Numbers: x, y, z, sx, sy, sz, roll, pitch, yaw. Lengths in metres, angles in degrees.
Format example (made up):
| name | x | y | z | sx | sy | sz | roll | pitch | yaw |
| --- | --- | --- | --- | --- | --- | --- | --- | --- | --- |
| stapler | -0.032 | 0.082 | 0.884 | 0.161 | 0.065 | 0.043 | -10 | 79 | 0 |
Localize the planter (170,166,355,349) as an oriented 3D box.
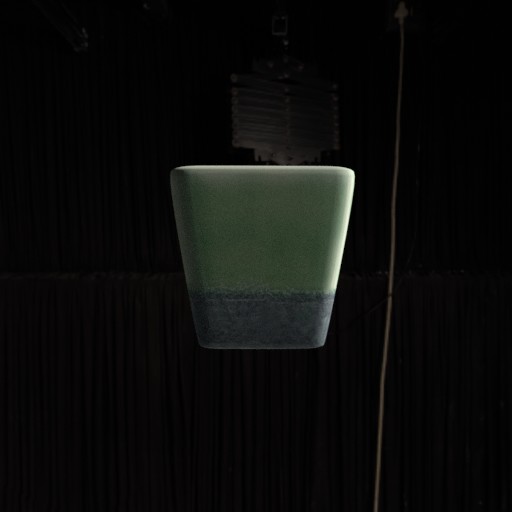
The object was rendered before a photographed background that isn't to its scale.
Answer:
| name | x | y | z | sx | sy | sz | roll | pitch | yaw |
| --- | --- | --- | --- | --- | --- | --- | --- | --- | --- |
| planter | 0.000 | 0.000 | 0.299 | 0.072 | 0.072 | 0.275 | 0 | 1 | -1 |
